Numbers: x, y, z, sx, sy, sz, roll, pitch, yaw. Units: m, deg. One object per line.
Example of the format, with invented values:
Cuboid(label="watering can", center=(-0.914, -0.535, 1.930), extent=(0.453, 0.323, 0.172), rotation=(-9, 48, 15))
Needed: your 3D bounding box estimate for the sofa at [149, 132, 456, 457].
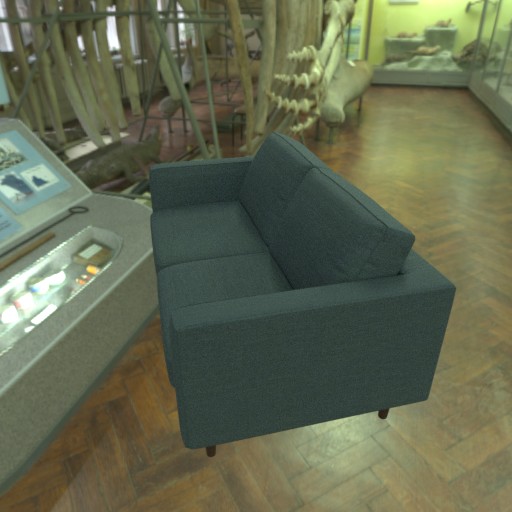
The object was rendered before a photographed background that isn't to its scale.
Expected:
Cuboid(label="sofa", center=(0.000, 0.000, 2.226), extent=(0.999, 0.907, 1.659), rotation=(-7, 30, -12))
